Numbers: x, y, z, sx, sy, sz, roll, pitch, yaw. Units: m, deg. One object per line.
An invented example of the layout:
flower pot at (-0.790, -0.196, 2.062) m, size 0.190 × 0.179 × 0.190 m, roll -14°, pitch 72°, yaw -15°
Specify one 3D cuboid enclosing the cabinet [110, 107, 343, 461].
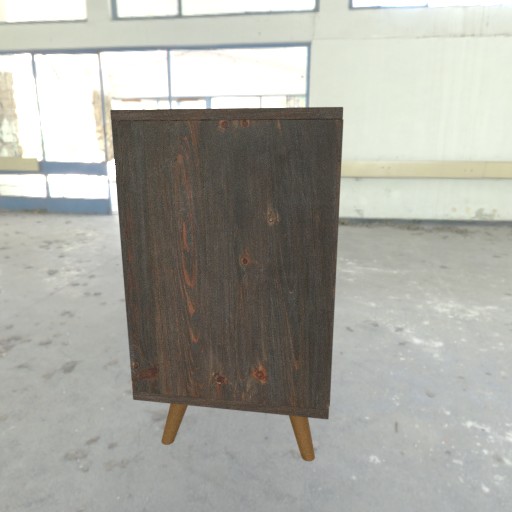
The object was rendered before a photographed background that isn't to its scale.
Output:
cabinet at (0.000, 0.000, 1.522) m, size 0.529 × 0.897 × 1.023 m, roll 2°, pitch 15°, yaw 9°
